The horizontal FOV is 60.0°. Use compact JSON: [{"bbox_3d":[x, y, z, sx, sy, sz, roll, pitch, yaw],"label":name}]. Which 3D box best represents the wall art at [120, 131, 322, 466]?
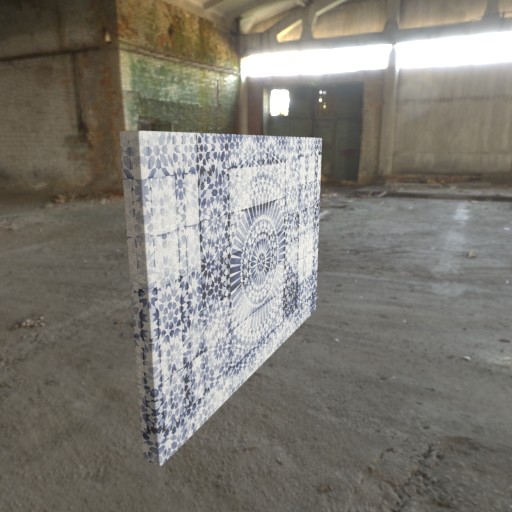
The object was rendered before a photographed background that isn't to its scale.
[{"bbox_3d":[0.000,0.000,0.775,0.030,0.406,0.608,7,16,25],"label":"wall art"}]
